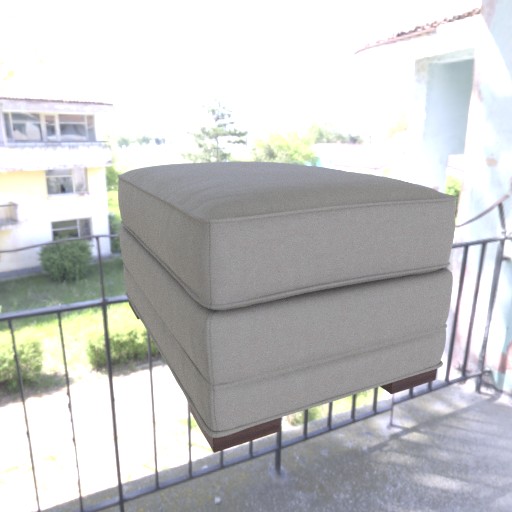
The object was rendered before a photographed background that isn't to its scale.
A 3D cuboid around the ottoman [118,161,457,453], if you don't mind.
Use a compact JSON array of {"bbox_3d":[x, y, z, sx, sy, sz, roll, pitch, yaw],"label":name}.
[{"bbox_3d":[0.000,0.000,1.215,0.611,0.482,0.848,-8,18,-25],"label":"ottoman"}]
